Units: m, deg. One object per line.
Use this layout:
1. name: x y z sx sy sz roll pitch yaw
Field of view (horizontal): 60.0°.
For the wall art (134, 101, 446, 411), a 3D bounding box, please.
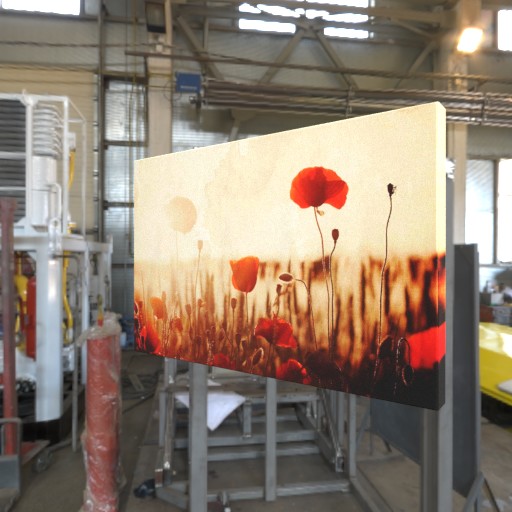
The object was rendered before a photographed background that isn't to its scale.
1. wall art: 0.000 0.000 0.770 0.613 0.402 0.040 0 0 36
